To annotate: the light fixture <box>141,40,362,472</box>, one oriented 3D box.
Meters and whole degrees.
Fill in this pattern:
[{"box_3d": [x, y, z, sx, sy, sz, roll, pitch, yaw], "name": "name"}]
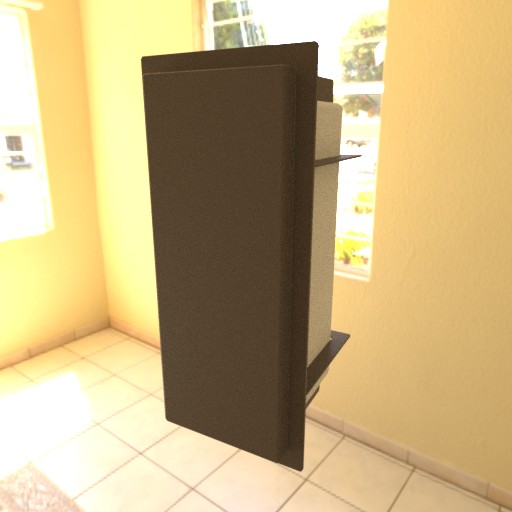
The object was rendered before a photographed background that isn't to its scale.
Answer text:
[{"box_3d": [0.000, 0.000, 0.423, 0.153, 0.347, 0.146, 9, 19, 27], "name": "light fixture"}]
